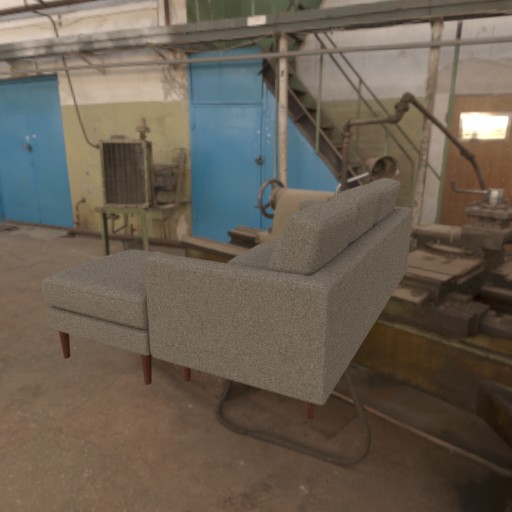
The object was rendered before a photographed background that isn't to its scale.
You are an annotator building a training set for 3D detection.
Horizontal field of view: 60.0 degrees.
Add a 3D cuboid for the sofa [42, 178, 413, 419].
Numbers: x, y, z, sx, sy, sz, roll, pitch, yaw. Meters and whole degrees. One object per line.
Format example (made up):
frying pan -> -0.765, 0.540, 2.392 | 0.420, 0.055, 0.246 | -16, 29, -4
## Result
sofa -> 0.000, 0.000, 2.957 | 1.667, 0.957, 2.055 | 8, 17, 26
